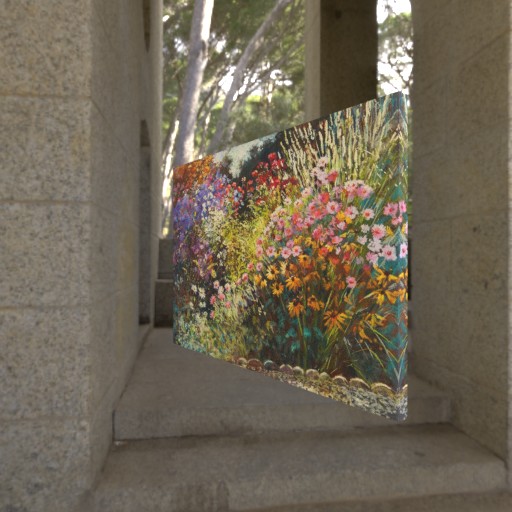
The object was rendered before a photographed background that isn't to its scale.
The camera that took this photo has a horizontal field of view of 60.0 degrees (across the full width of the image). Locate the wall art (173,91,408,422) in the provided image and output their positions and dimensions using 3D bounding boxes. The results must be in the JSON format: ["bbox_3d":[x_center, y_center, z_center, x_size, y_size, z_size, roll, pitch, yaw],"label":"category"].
[{"bbox_3d":[0.000,0.000,1.482,0.042,0.760,1.136,0,0,-37],"label":"wall art"}]
